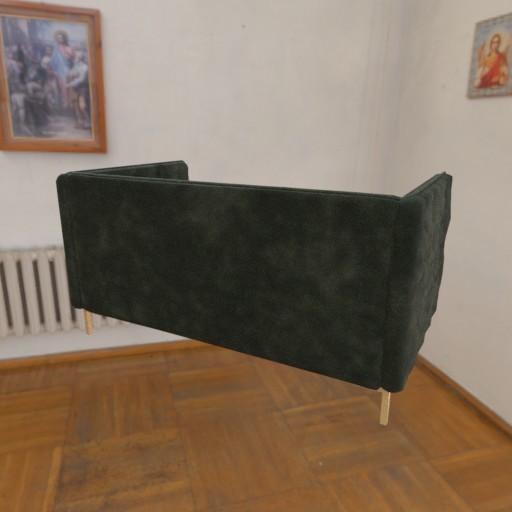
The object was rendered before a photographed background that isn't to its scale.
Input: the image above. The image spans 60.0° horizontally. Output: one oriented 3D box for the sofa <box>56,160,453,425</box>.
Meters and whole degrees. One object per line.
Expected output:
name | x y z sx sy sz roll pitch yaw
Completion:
sofa | 0.000 0.000 2.032 1.537 0.768 0.895 9 18 27
